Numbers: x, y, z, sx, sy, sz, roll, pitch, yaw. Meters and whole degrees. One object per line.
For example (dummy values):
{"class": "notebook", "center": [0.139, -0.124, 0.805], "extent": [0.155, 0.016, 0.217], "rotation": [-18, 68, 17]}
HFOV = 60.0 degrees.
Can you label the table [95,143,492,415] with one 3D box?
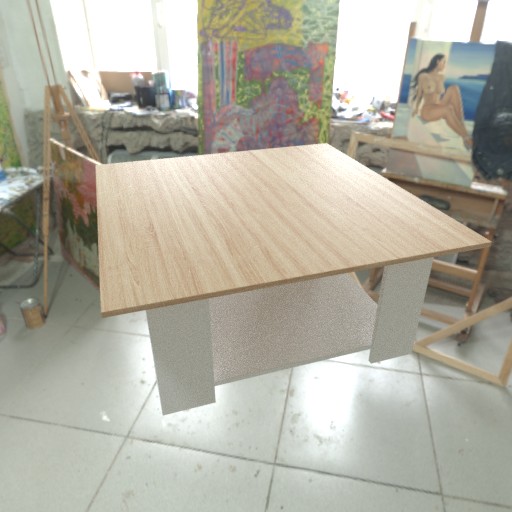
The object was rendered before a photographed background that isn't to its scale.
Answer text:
{"class": "table", "center": [0.000, 0.000, 1.055], "extent": [0.670, 0.305, 0.670], "rotation": [-9, 31, -16]}
